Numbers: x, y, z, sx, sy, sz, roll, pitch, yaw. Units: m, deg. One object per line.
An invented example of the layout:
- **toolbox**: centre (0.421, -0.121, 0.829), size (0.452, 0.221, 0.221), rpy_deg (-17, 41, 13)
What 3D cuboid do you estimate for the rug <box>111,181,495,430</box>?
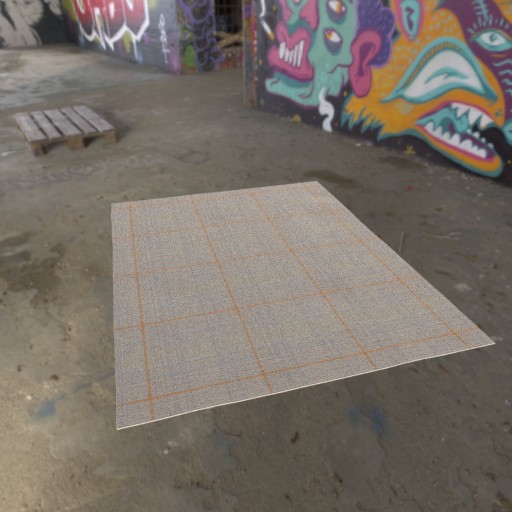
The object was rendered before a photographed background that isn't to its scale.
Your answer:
- **rug**: centre (0.000, 0.000, 3.917), size (2.448, 0.021, 3.051), rpy_deg (-8, 32, -14)
